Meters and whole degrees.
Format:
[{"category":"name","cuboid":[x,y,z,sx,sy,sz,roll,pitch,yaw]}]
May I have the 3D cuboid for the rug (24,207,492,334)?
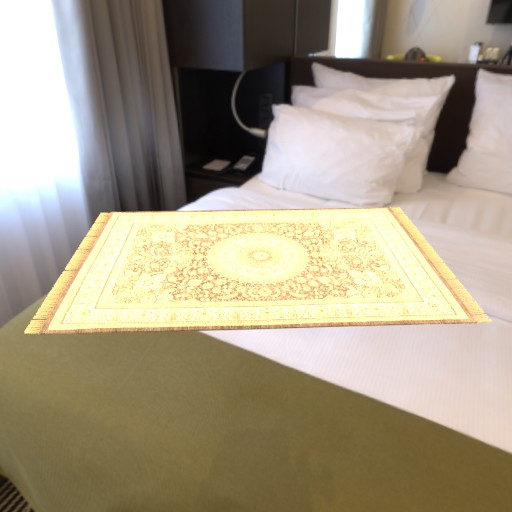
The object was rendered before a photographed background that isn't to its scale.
[{"category":"rug","cuboid":[0.000,0.000,4.153,3.422,0.015,2.143,-1,30,-2]}]
